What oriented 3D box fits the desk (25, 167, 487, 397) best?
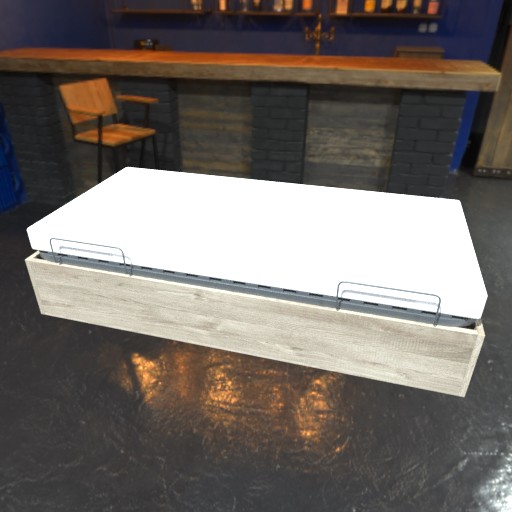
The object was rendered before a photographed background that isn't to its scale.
[{"bbox_3d":[0.000,0.000,2.162,1.900,0.455,0.900,8,31,14],"label":"desk"}]
